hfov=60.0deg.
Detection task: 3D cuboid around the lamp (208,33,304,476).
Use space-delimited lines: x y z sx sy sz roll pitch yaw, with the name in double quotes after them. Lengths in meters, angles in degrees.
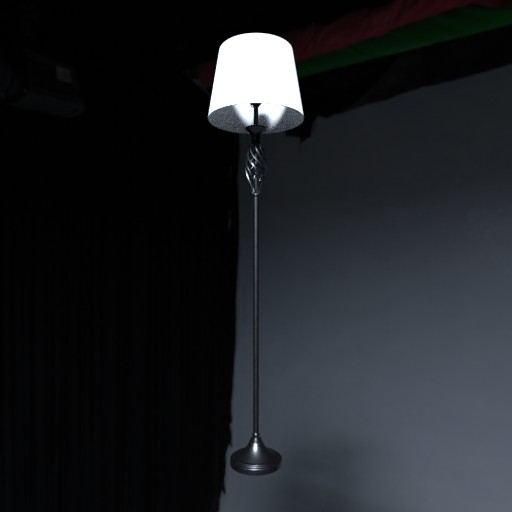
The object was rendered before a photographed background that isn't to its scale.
0.000 0.000 1.749 0.379 1.623 0.379 0 -1 0 "lamp"
